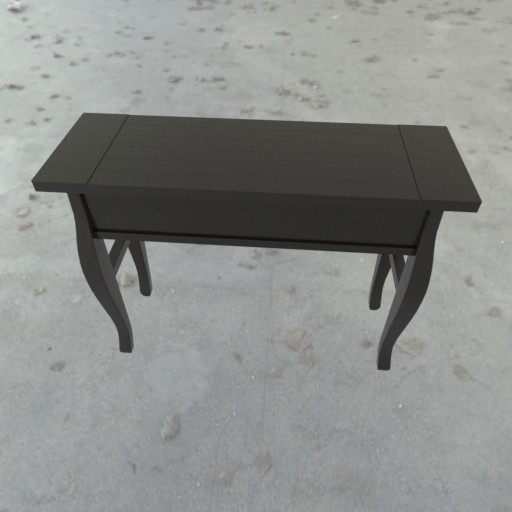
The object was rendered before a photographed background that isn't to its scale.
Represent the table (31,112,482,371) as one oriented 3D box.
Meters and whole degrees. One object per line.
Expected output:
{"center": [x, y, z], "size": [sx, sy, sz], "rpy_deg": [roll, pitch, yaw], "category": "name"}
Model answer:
{"center": [0.000, 0.000, 1.434], "size": [1.062, 0.768, 0.373], "rpy_deg": [3, 44, 3], "category": "table"}
